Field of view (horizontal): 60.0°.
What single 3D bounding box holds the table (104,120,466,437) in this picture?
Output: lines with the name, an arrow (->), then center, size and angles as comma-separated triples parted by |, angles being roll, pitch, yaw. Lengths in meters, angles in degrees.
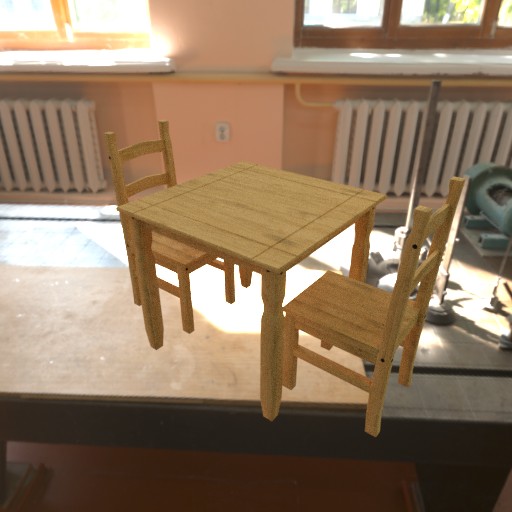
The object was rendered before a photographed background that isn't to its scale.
table -> 0.000, 0.000, 1.990 | 1.501, 0.942, 0.813 | 21, 35, 33
